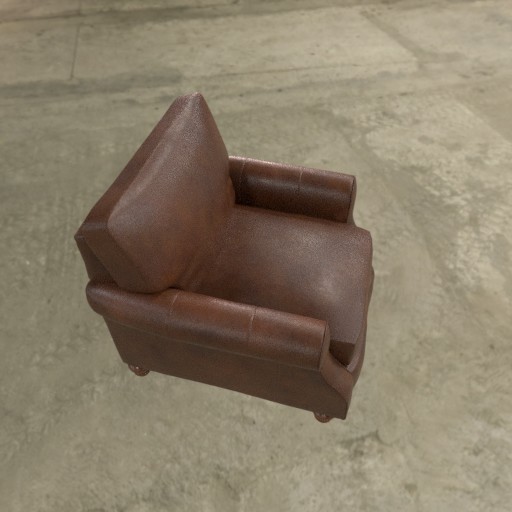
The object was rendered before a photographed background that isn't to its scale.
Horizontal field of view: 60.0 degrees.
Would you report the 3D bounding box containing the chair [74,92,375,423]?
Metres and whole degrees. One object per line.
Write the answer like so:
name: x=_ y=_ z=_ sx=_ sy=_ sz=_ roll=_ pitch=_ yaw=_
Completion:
chair: x=0.000 y=0.000 z=1.779 sx=0.992 sy=0.972 sz=0.989 roll=11 pitch=46 yaw=11
